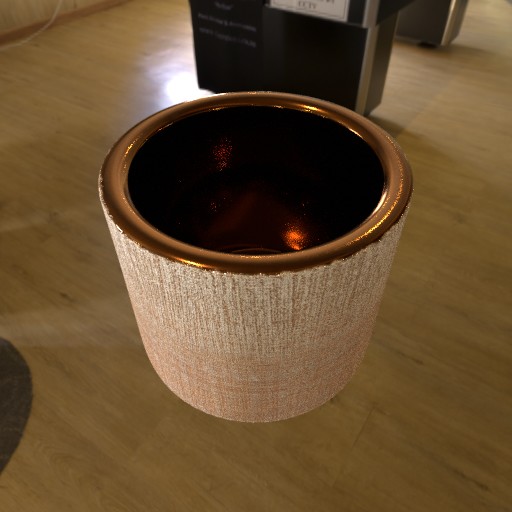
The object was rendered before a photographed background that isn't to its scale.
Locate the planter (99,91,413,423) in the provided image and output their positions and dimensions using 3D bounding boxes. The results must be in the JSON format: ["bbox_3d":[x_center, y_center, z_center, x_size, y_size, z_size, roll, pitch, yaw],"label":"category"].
[{"bbox_3d":[0.000,0.000,0.306,0.177,0.157,0.177,0,46,0],"label":"planter"}]
